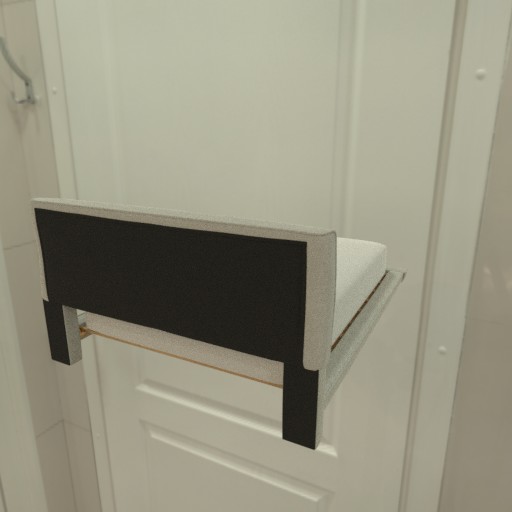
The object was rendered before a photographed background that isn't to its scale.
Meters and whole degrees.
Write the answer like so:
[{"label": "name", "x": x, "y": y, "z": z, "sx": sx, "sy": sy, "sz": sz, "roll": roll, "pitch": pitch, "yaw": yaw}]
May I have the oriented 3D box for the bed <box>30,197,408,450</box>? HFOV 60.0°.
[{"label": "bed", "x": 0.000, "y": 0.000, "z": 3.278, "sx": 1.840, "sy": 1.067, "sz": 2.368, "roll": 9, "pitch": 19, "yaw": 26}]
